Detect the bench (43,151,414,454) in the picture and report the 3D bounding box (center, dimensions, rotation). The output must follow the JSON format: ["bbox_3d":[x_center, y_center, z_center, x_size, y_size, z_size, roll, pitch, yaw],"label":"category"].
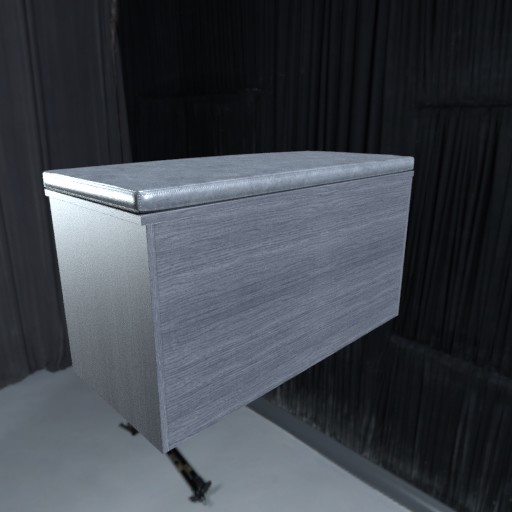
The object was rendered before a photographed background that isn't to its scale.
[{"bbox_3d":[0.000,0.000,1.191,0.905,0.501,0.401,-16,23,-42],"label":"bench"}]
